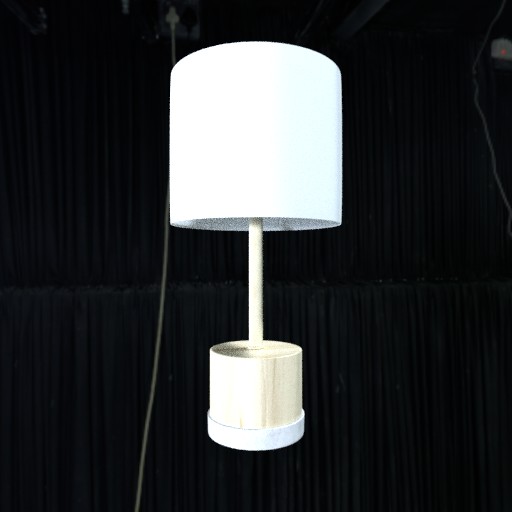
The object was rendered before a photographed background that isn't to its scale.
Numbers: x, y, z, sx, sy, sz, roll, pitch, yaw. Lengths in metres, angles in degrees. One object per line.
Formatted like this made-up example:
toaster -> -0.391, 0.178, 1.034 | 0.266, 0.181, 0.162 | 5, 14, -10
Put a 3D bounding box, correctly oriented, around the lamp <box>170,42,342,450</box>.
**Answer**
lamp -> 0.000, 0.000, 0.599 | 0.229, 0.470, 0.229 | 0, -1, -19
